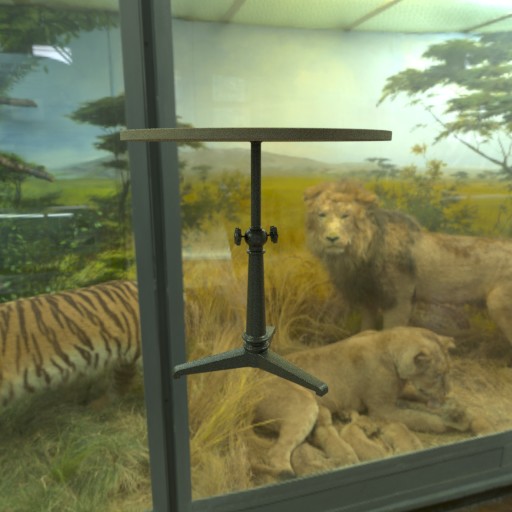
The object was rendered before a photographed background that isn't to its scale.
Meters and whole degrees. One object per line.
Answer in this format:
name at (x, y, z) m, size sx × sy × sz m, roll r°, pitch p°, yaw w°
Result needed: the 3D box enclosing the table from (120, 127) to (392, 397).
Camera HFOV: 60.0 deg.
table at (0.000, 0.000, 1.452) m, size 0.800 × 0.780 × 0.800 m, roll 0°, pitch 14°, yaw 0°
